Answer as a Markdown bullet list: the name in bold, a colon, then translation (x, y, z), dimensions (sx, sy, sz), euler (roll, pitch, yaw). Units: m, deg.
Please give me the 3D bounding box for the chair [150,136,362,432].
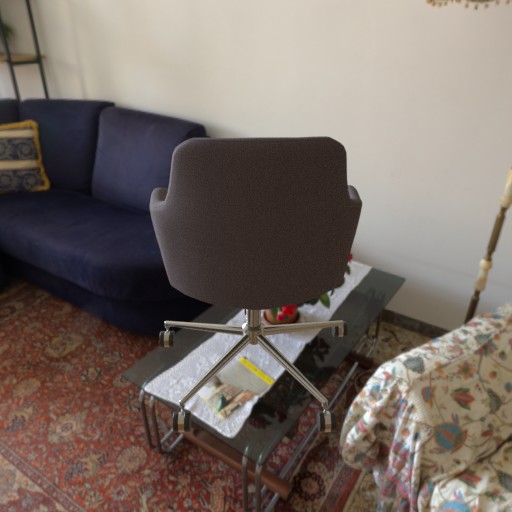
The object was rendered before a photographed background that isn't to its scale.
- **chair**: translation (0.000, 0.000, 1.281), dimensions (0.655, 0.820, 0.600), euler (-1, 30, -2)
